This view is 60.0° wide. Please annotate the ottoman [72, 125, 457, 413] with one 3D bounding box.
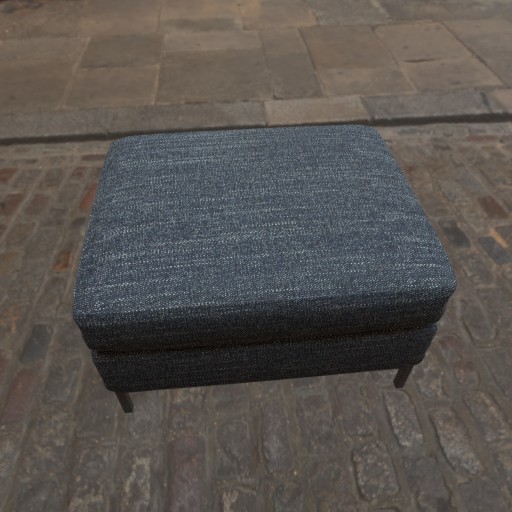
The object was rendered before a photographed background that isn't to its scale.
[{"bbox_3d":[0.000,0.000,1.240,0.814,0.491,0.667,-4,46,-4],"label":"ottoman"}]
